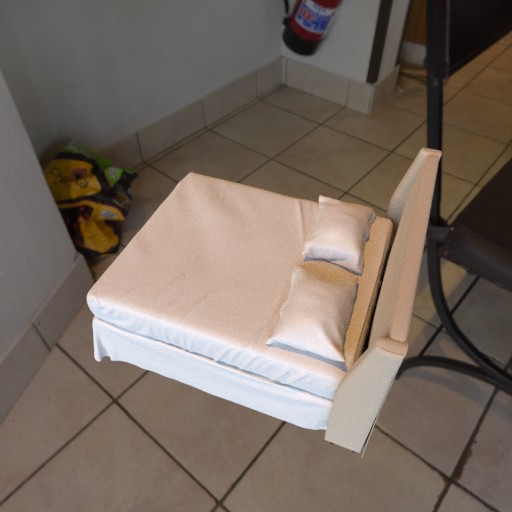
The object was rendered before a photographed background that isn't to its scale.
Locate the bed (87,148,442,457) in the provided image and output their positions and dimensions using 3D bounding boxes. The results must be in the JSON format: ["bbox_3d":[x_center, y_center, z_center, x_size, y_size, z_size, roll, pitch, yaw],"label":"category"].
[{"bbox_3d":[0.000,0.000,3.446,2.276,1.332,1.925,16,48,15],"label":"bed"}]
